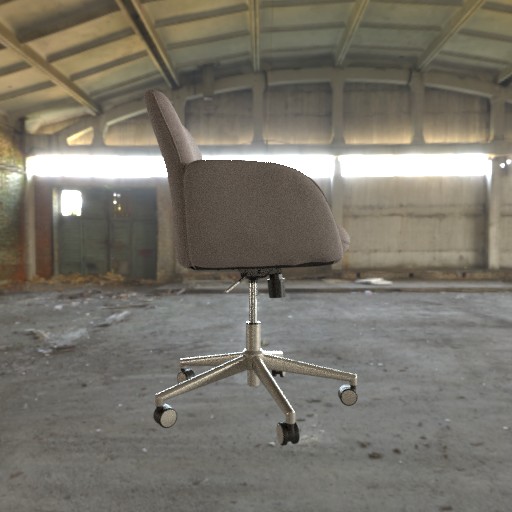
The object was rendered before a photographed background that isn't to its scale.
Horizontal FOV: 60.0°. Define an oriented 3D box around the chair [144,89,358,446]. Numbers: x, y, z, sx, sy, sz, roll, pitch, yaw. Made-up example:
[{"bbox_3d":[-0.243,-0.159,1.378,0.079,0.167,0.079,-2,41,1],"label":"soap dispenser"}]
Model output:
[{"bbox_3d":[0.000,0.000,1.429,0.654,0.959,0.648,0,1,1],"label":"chair"}]
